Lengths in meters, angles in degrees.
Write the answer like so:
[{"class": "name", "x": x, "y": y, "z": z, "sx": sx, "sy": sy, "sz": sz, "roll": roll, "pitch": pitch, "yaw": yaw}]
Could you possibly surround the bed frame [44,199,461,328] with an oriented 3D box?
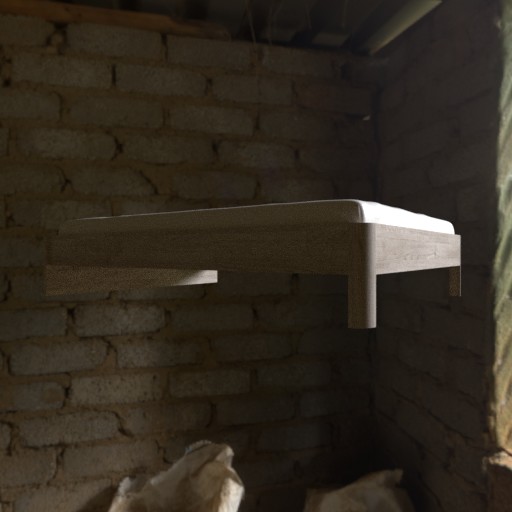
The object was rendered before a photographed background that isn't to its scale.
[{"class": "bed frame", "x": 0.000, "y": 0.000, "z": 2.589, "sx": 1.950, "sy": 0.462, "sz": 1.490, "roll": 0, "pitch": 1, "yaw": 36}]
